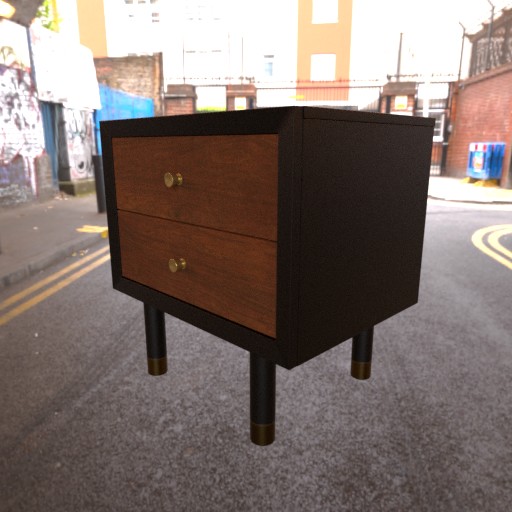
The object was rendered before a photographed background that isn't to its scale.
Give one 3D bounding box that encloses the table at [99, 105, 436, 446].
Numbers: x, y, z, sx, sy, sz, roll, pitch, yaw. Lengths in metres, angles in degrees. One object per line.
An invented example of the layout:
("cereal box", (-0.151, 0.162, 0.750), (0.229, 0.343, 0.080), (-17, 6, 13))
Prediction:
("table", (0.000, 0.000, 0.989), (0.441, 0.584, 0.564), (-14, 19, -43))
